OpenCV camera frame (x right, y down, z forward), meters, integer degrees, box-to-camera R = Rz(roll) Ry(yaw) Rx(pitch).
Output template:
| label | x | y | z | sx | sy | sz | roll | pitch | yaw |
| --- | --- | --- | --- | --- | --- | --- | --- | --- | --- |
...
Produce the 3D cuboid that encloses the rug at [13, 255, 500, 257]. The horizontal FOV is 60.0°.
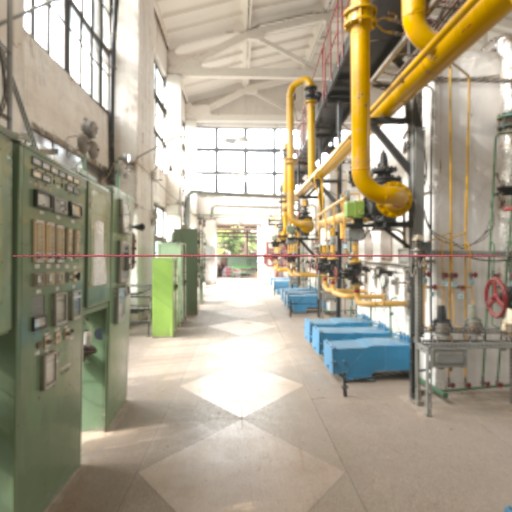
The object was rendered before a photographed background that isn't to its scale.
| label | x | y | z | sx | sy | sz | roll | pitch | yaw |
| --- | --- | --- | --- | --- | --- | --- | --- | --- | --- |
| rug | 0.000 | 0.000 | 2.969 | 2.423 | 0.010 | 1.534 | 0 | 0 | -1 |
